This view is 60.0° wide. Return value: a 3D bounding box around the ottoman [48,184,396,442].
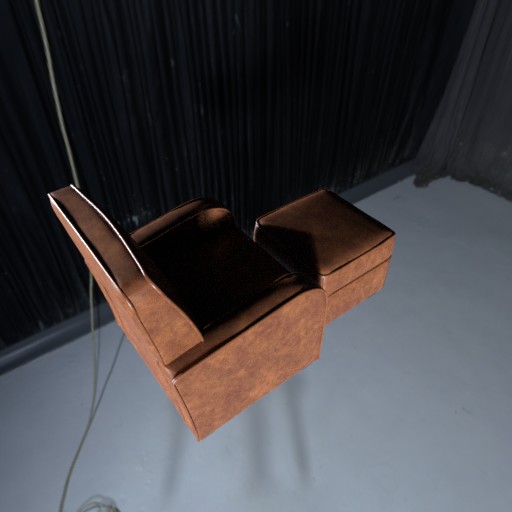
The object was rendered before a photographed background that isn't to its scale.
[{"bbox_3d":[0.000,0.000,1.883,1.314,0.904,0.732,-27,49,-27],"label":"ottoman"}]
